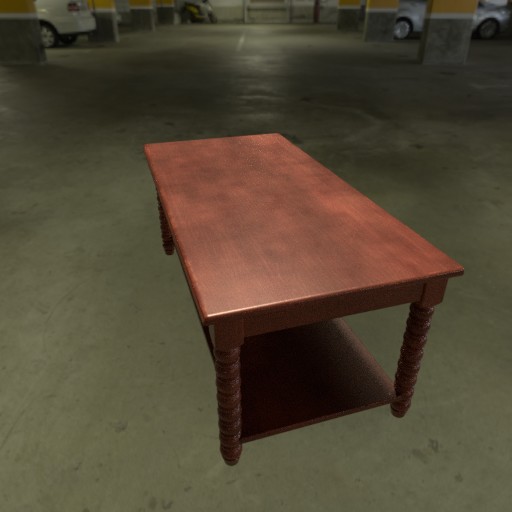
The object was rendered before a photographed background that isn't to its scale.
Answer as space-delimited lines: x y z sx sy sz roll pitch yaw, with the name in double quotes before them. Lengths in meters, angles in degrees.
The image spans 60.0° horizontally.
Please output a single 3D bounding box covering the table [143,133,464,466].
"table" 0.000 0.000 1.473 0.580 0.485 1.171 -9 31 -15
